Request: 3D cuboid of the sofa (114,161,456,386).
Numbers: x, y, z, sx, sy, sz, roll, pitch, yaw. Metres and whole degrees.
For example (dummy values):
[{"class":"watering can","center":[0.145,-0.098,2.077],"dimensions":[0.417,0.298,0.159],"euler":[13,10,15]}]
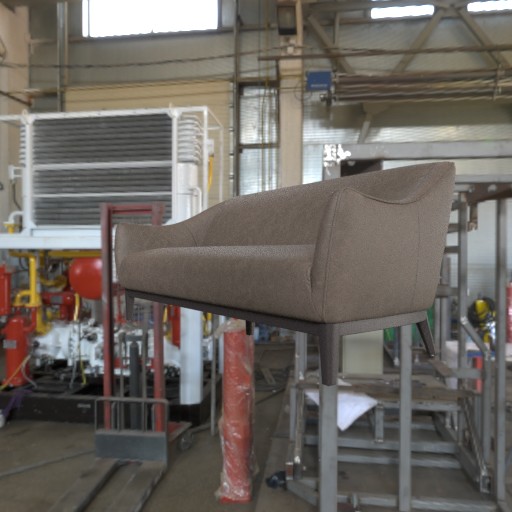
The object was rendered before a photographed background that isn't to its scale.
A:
[{"class":"sofa","center":[0.000,0.000,2.332],"dimensions":[0.869,0.831,1.928],"euler":[0,0,-37]}]
